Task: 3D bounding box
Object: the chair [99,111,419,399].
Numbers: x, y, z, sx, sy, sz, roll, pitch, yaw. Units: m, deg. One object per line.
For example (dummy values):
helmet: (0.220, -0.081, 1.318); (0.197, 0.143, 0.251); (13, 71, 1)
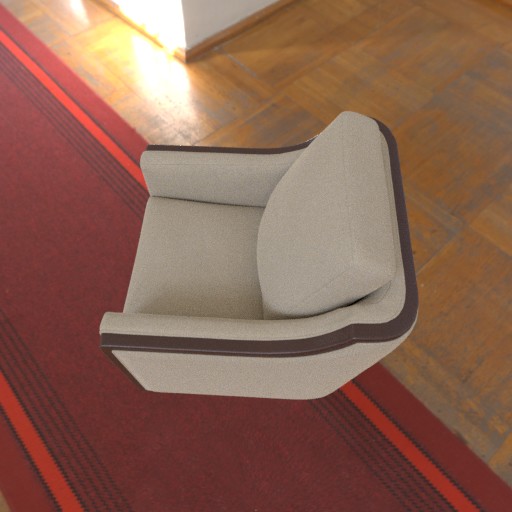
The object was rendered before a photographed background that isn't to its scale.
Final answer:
chair: (0.000, 0.000, 1.656); (0.950, 0.930, 0.870); (3, 60, 2)
